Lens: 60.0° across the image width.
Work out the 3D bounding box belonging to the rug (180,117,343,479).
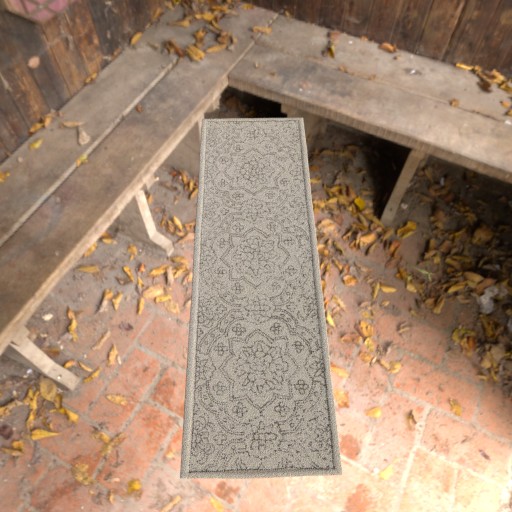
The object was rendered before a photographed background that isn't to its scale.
[{"bbox_3d":[0.000,0.000,2.718,0.769,0.012,2.448,-1,58,-1],"label":"rug"}]
